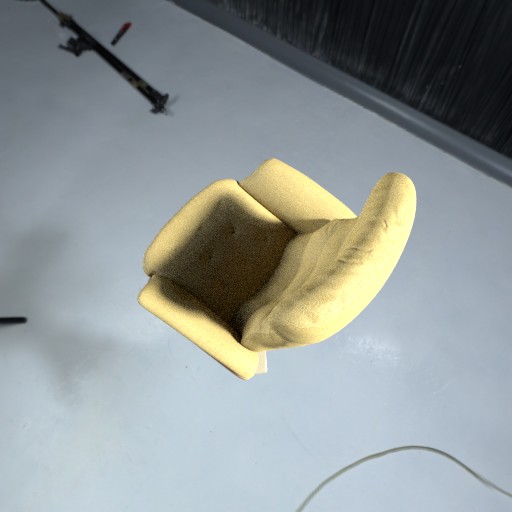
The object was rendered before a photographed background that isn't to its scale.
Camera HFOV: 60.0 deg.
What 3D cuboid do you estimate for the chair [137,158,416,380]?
[{"bbox_3d":[0.000,0.000,1.595,0.837,0.995,0.785,35,70,15],"label":"chair"}]
